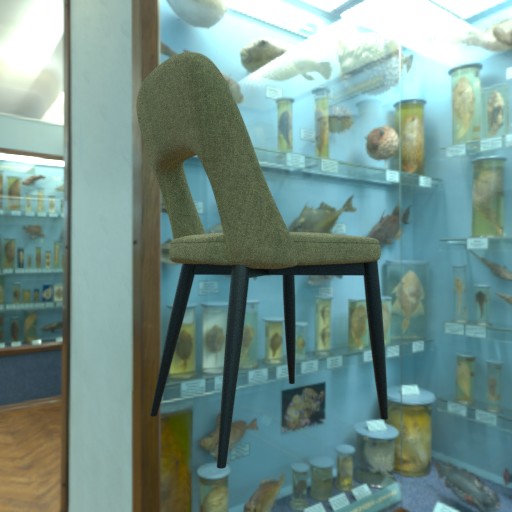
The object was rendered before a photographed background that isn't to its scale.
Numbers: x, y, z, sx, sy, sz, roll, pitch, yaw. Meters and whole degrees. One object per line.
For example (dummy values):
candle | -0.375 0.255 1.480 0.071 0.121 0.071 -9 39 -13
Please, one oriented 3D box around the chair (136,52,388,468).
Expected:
chair | 0.000 0.000 1.251 0.612 0.931 0.470 0 0 -34
